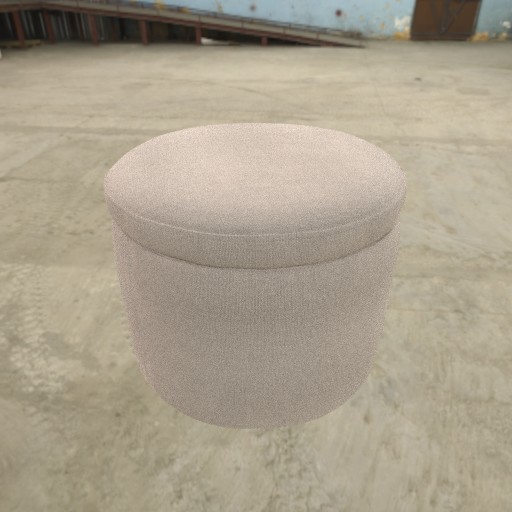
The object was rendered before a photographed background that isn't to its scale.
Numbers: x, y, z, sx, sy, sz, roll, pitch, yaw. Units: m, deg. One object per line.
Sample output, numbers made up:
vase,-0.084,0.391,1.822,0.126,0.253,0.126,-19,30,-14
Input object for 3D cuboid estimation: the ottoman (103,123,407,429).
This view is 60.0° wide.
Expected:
ottoman,0.000,0.000,0.831,0.497,0.409,0.497,0,31,0
